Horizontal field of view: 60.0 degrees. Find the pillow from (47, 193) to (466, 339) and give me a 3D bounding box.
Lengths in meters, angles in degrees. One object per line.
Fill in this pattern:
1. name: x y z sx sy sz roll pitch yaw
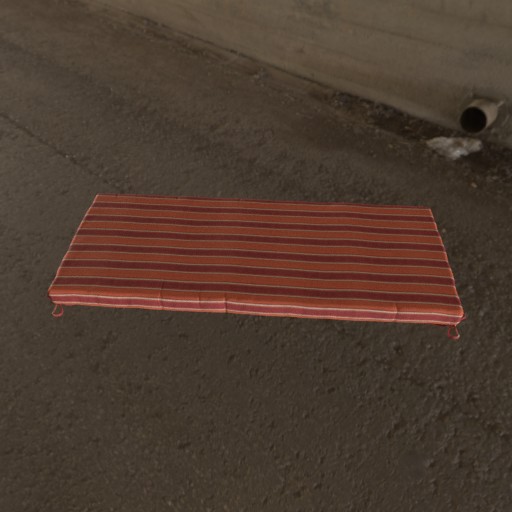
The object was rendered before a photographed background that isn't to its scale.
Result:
1. pillow: 0.000 0.000 1.366 1.187 0.081 0.492 3 45 3
